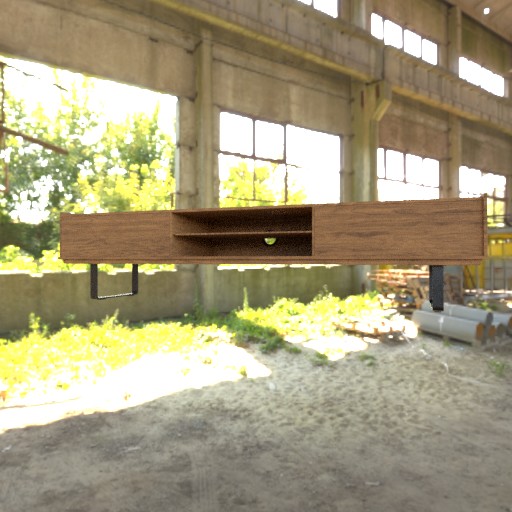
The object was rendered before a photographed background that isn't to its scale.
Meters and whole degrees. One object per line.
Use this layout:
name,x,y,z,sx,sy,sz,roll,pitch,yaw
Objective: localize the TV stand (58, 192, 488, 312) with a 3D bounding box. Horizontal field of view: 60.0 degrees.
TV stand,0.000,0.000,1.990,1.796,0.415,0.467,0,-1,19
